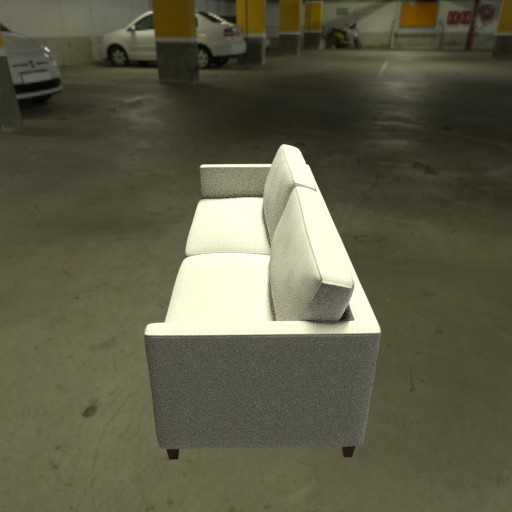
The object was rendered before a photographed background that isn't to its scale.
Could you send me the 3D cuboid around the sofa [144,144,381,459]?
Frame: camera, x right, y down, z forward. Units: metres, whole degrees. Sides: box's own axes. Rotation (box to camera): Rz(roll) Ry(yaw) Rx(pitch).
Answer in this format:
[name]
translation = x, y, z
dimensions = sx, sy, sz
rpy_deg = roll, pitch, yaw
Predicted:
[sofa]
translation = 0.000, 0.000, 2.845
dimensions = 0.951, 0.962, 2.361
rpy_deg = 0, 27, -1
